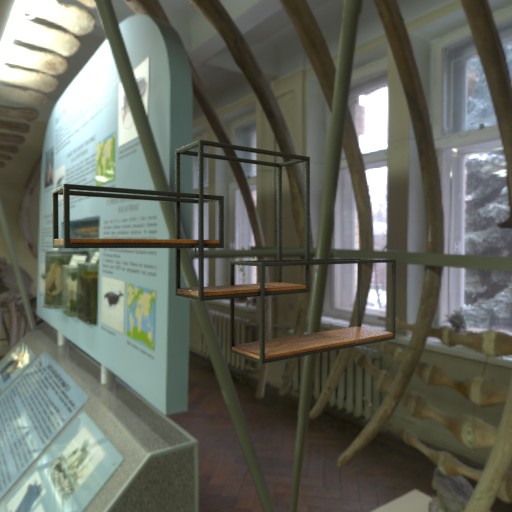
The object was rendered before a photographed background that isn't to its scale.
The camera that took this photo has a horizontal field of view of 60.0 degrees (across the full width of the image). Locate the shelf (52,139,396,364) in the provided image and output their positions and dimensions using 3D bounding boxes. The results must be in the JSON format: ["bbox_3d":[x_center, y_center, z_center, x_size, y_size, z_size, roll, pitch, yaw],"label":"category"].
[{"bbox_3d":[0.000,0.000,2.143,1.781,0.972,0.275,-1,1,-35],"label":"shelf"}]
